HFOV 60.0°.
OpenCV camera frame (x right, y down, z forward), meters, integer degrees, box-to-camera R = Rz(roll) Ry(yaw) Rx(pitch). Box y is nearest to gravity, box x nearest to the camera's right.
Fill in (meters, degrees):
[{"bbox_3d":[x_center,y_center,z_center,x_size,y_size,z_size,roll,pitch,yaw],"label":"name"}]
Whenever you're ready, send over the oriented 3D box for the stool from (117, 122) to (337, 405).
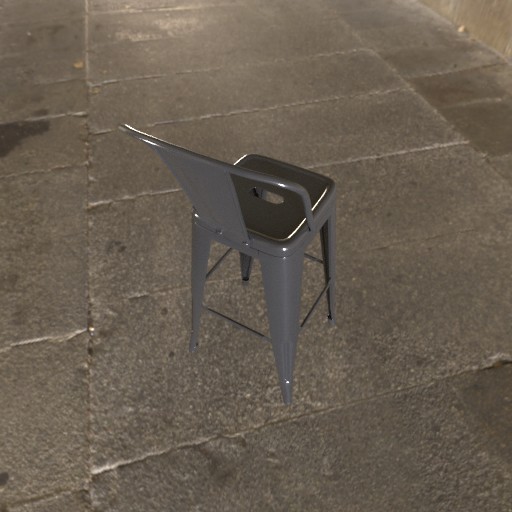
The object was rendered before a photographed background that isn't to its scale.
[{"bbox_3d":[0.000,0.000,1.306,0.432,1.022,0.528,23,51,20],"label":"stool"}]
